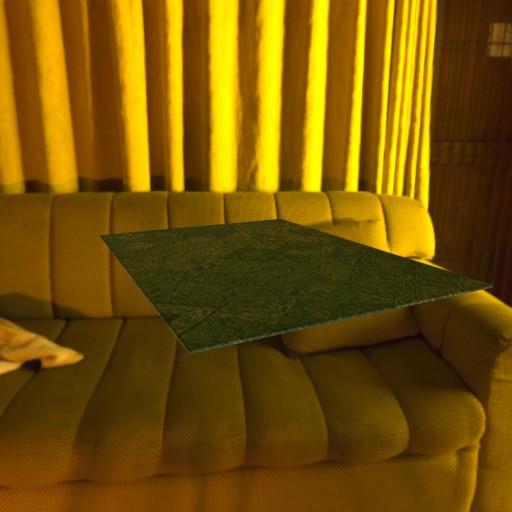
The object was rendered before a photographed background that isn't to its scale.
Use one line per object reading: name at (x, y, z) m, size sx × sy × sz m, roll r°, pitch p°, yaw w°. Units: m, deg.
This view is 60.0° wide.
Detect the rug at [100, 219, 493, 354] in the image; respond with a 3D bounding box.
rug at (0.000, 0.000, 4.224) m, size 2.405 × 0.027 × 3.217 m, roll -7°, pitch 16°, yaw -26°
